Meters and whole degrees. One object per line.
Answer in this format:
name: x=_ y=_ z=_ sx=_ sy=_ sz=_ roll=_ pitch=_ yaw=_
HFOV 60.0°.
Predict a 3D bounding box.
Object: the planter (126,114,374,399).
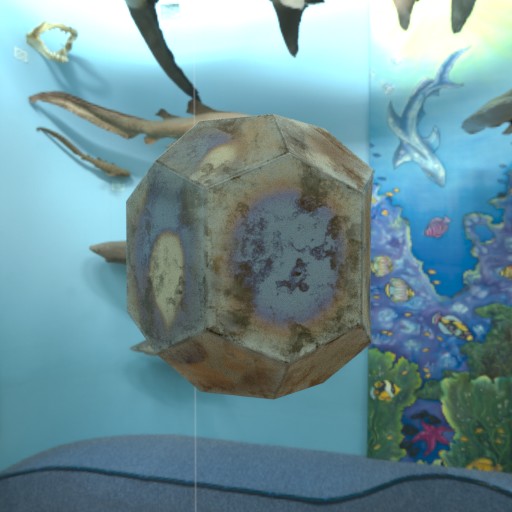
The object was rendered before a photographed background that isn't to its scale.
planter: x=0.000 y=0.000 z=0.433 sx=0.221 sy=0.238 sz=0.243 roll=0 pitch=1 yaw=17
